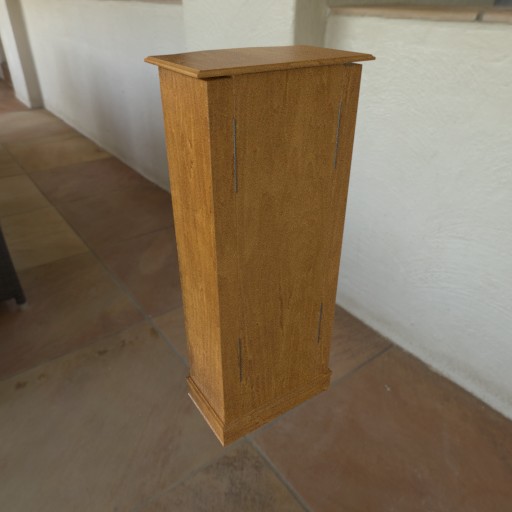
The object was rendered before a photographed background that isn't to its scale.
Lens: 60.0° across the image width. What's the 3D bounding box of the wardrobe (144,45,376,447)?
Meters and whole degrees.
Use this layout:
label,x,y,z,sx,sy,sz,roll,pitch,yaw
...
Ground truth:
label,x,y,z,sx,sy,sz,roll,pitch,yaw
wardrobe,0.000,0.000,1.150,0.406,0.959,0.273,-19,36,-28
